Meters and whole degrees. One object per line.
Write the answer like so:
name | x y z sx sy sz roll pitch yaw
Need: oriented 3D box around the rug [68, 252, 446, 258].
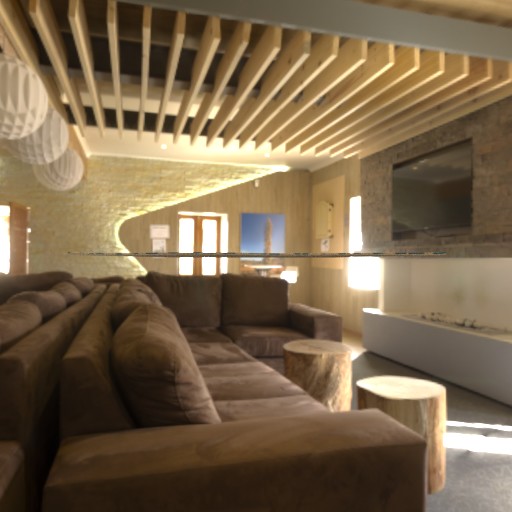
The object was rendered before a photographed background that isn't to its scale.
rug | 0.000 0.000 2.330 1.209 0.011 1.830 0 0 0
